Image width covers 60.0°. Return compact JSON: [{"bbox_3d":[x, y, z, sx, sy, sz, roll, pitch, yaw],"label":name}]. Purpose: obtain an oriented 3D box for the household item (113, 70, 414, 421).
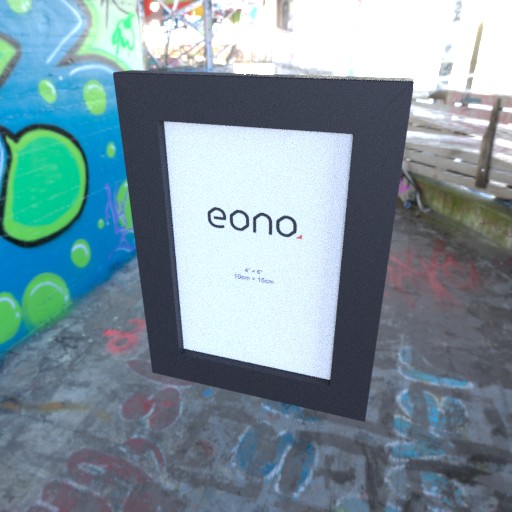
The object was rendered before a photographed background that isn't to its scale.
[{"bbox_3d":[0.000,0.000,0.234,0.133,0.178,0.022,8,27,16],"label":"household item"}]
